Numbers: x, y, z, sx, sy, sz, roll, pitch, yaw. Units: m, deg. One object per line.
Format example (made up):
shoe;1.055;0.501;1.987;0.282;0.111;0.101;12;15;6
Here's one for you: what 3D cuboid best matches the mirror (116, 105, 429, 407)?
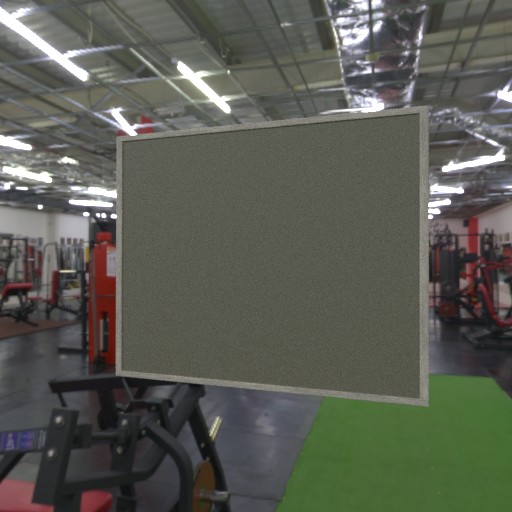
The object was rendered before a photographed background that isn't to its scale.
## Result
mirror;0.000;0.000;1.153;0.839;0.689;0.028;0;0;18
